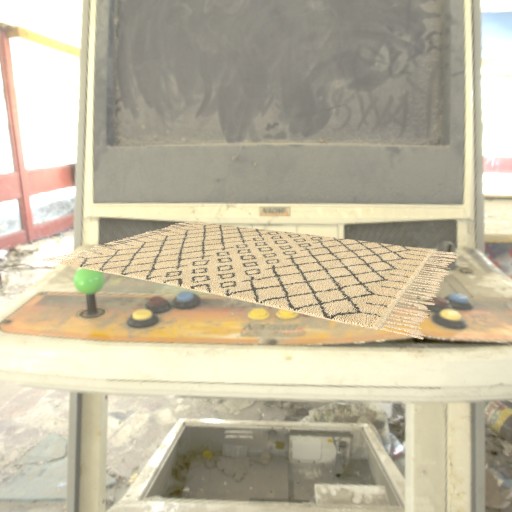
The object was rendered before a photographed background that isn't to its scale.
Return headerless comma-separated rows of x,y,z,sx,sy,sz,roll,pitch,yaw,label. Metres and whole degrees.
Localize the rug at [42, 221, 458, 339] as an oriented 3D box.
0.000,0.000,3.249,2.615,0.029,1.664,9,18,28,rug
